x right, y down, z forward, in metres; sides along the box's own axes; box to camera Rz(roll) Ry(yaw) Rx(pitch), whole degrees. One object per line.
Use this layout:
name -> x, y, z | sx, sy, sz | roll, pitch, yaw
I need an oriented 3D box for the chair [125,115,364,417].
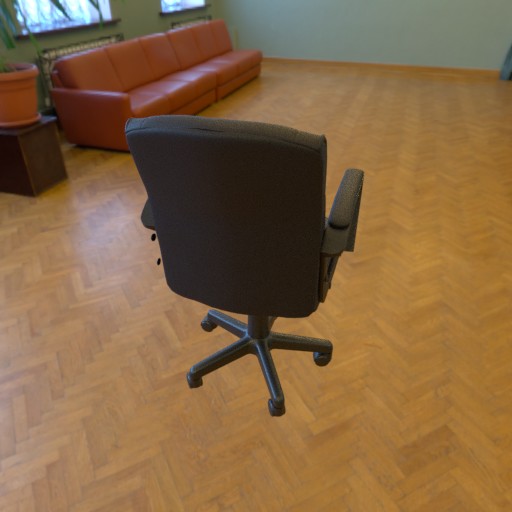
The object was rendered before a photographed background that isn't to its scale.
chair -> 0.000, 0.000, 1.384 | 0.576, 0.998, 0.641 | 9, 34, 14
